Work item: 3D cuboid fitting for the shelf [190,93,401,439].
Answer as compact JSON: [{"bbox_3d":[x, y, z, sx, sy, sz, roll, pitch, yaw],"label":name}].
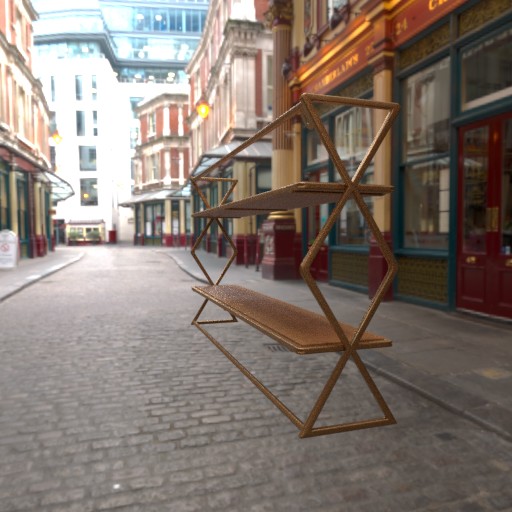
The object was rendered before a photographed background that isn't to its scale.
[{"bbox_3d":[0.000,0.000,0.987,0.150,0.450,0.822,-1,2,-18],"label":"shelf"}]
